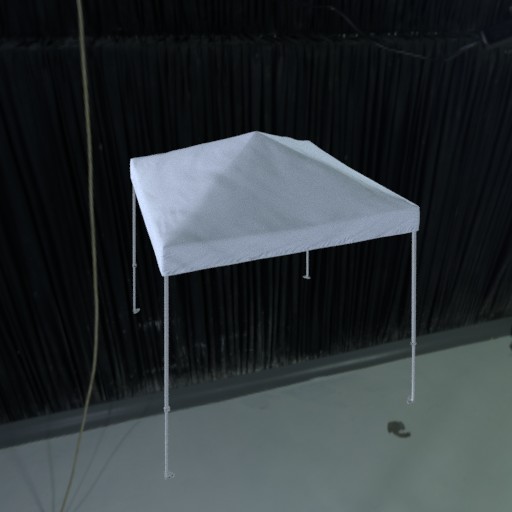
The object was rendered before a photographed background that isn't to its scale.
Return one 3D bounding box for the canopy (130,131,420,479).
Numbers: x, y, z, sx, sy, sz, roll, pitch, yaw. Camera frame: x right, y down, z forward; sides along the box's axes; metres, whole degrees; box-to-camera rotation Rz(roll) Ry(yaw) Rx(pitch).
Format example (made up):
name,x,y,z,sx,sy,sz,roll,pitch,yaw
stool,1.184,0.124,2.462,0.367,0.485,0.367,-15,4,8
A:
name,x,y,z,sx,sy,sz,roll,pitch,yaw
canopy,0.000,0.000,6.454,3.599,3.600,3.600,-10,31,-17
